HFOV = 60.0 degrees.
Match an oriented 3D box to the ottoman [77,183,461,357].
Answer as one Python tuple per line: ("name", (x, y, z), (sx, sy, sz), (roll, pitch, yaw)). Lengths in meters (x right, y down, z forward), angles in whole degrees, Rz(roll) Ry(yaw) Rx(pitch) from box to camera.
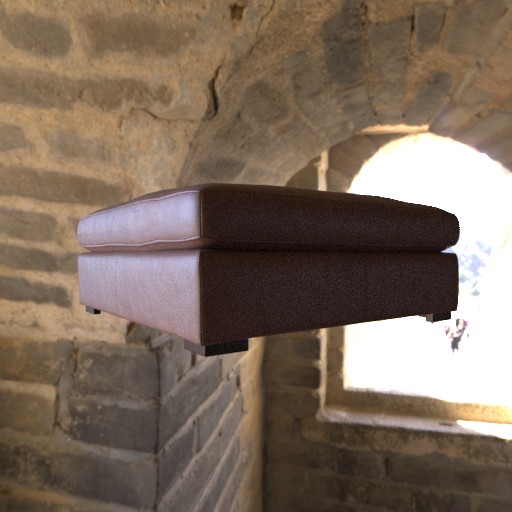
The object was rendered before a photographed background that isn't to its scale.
("ottoman", (0.000, 0.000, 1.828), (1.168, 0.490, 1.168), (0, 0, -36))
